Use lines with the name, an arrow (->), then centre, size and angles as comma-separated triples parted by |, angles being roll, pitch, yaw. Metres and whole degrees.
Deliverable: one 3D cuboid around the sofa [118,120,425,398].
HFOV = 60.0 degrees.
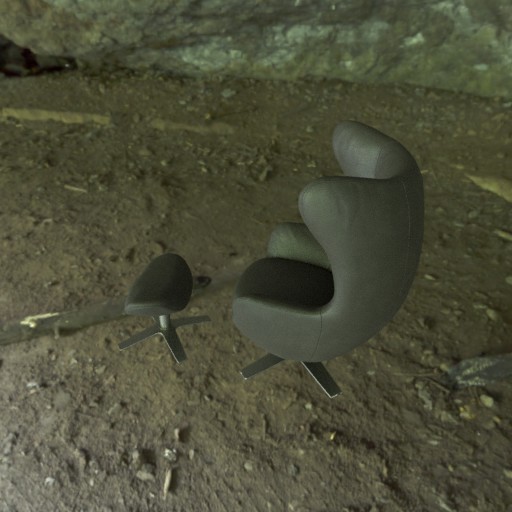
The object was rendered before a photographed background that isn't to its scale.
sofa -> 0.000, 0.000, 2.110 | 1.444, 1.135, 0.894 | 8, 31, 14
